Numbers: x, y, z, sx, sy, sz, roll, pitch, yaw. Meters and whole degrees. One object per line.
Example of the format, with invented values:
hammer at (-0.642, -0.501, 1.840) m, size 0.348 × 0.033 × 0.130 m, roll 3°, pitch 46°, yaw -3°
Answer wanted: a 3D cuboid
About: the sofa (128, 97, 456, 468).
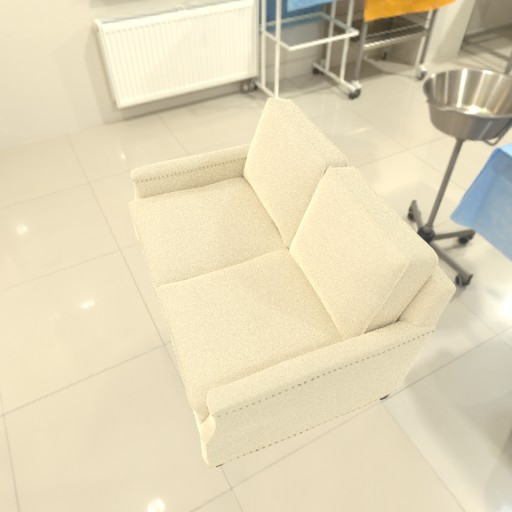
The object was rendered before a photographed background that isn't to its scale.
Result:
sofa at (0.000, 0.000, 2.285) m, size 1.084 × 1.003 × 1.597 m, roll -16°, pitch 49°, yaw -15°
